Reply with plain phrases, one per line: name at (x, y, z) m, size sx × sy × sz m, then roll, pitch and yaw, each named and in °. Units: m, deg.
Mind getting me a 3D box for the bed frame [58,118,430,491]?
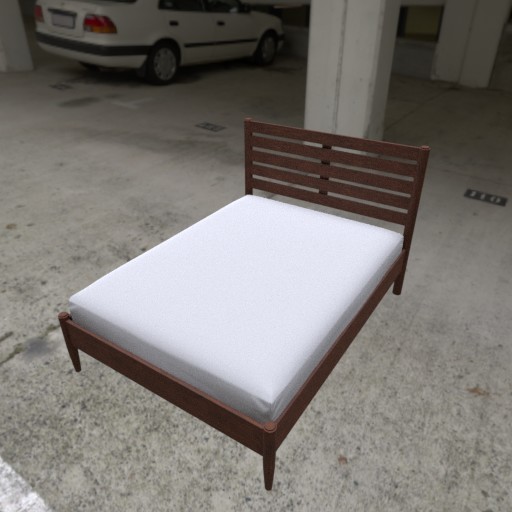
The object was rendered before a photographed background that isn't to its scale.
bed frame at (0.000, 0.000, 3.207) m, size 1.655 × 1.321 × 2.234 m, roll 18°, pitch 35°, yaw 28°
